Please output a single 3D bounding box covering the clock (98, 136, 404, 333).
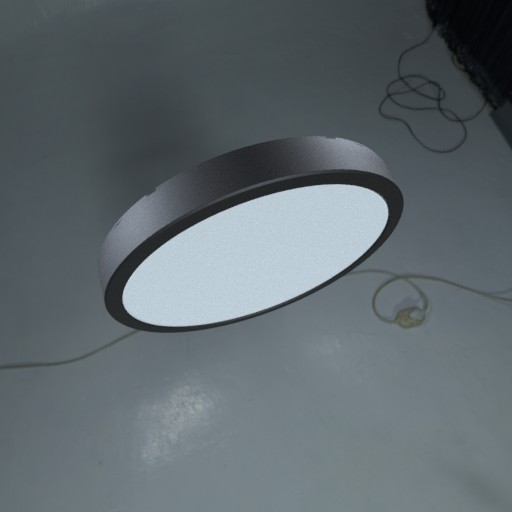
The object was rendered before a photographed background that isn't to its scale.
[{"bbox_3d":[0.000,0.000,0.437,0.293,0.293,0.040,-18,66,-8],"label":"clock"}]
